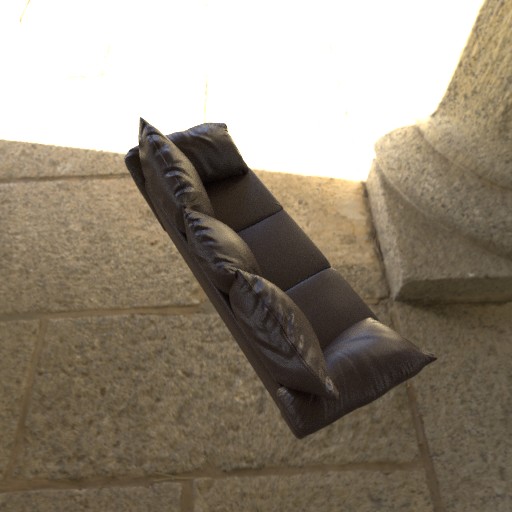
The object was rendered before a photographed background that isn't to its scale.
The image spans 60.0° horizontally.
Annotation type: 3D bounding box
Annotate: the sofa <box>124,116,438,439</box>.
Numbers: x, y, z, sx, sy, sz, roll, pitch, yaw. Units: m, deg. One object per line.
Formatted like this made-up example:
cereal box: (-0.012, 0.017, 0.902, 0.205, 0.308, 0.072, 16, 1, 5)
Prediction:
sofa: (0.000, 0.000, 3.004, 0.907, 1.091, 2.390, -28, 61, -17)
